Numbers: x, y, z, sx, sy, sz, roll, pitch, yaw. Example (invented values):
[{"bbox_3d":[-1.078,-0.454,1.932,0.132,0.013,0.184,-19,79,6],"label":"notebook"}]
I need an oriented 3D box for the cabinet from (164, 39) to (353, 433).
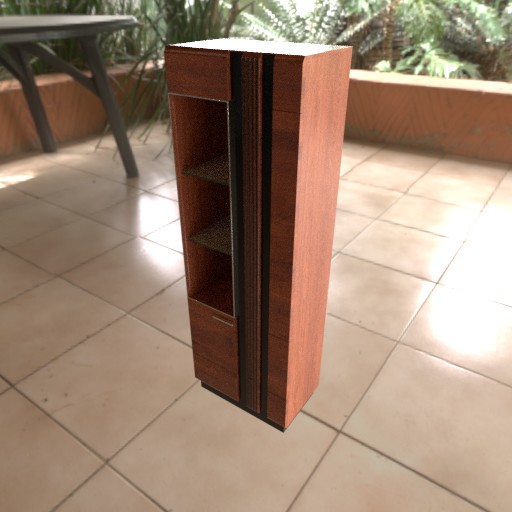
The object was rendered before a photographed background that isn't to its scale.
[{"bbox_3d":[0.000,0.000,2.305,0.660,1.980,0.420,19,35,29],"label":"cabinet"}]
